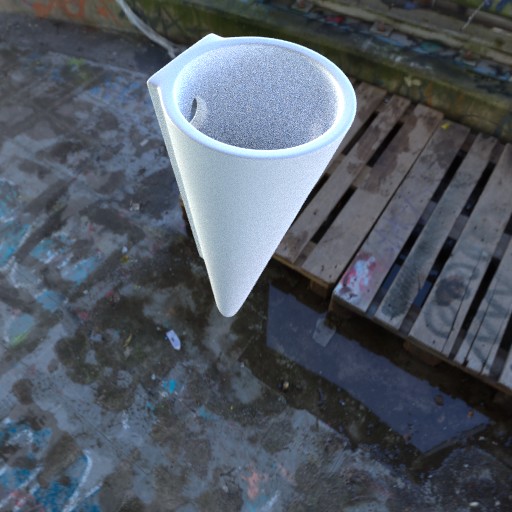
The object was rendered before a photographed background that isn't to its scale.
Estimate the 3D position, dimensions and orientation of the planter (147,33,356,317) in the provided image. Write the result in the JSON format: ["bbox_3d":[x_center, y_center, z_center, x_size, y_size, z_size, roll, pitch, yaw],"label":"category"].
[{"bbox_3d":[0.000,0.000,0.220,0.064,0.193,0.057,31,63,18],"label":"planter"}]
